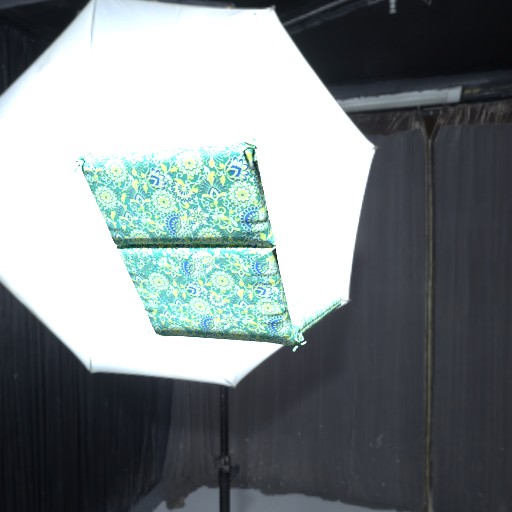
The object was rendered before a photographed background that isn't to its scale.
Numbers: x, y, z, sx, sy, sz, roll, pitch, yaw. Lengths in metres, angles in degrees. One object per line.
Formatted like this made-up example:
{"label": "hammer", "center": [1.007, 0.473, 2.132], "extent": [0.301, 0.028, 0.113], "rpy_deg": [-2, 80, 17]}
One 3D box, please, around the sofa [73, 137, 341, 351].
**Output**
{"label": "sofa", "center": [0.000, 0.000, 1.934], "extent": [0.582, 0.622, 1.663], "rpy_deg": [0, 0, 19]}
